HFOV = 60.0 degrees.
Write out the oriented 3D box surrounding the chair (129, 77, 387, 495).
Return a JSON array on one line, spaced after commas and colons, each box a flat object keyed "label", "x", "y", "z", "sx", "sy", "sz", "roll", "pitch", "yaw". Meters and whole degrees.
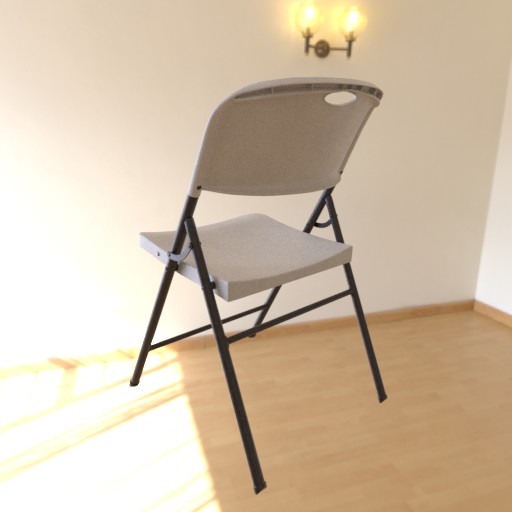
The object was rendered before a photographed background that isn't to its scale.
[{"label": "chair", "x": 0.000, "y": 0.000, "z": 1.139, "sx": 0.494, "sy": 0.810, "sz": 0.566, "roll": -14, "pitch": 22, "yaw": -41}]
